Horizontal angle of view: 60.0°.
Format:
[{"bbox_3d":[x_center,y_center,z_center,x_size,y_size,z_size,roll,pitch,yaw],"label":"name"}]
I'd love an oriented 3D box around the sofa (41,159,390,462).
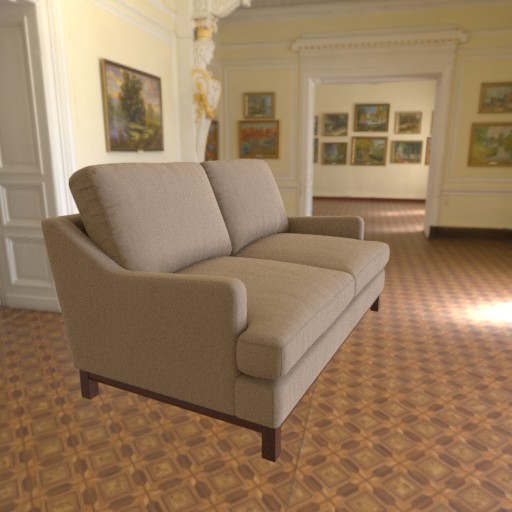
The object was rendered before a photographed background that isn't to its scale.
[{"bbox_3d":[0.000,0.000,2.165,1.004,0.910,1.619,7,15,26],"label":"sofa"}]
